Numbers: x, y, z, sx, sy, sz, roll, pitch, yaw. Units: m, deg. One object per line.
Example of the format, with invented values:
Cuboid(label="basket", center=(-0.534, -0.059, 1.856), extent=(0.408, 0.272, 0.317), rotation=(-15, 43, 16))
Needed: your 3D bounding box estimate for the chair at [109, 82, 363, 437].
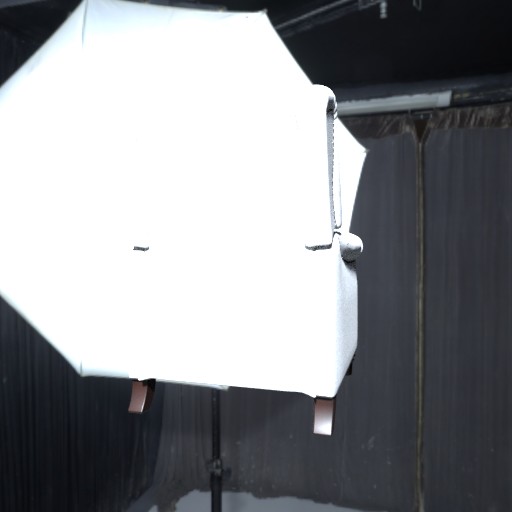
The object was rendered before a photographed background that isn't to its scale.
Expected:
Cuboid(label="chair", center=(0.000, 0.000, 1.679), extent=(0.742, 1.035, 0.902), rotation=(0, 0, 18))
